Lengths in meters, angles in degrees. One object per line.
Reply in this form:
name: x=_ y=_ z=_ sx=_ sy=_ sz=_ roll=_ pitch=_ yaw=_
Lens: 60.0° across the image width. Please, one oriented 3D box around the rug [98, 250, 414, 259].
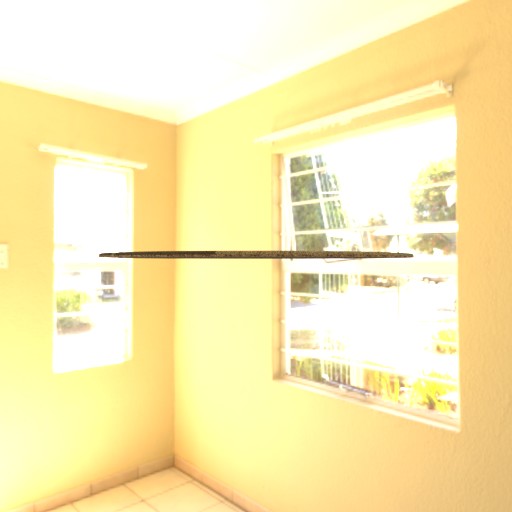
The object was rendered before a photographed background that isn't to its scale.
rug: x=0.000 y=0.000 z=3.667 sx=2.461 sy=0.033 sz=2.461 roll=0 pitch=-1 yaw=0
